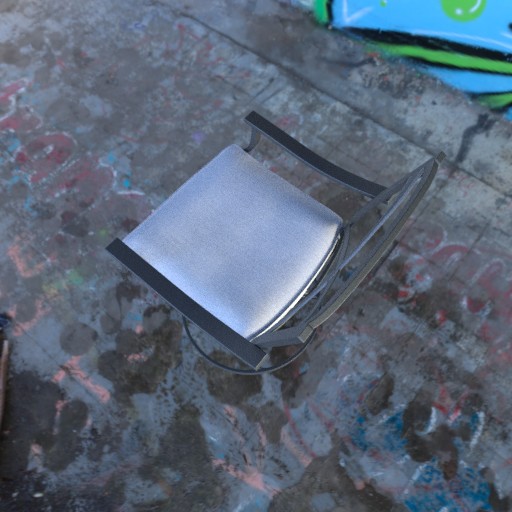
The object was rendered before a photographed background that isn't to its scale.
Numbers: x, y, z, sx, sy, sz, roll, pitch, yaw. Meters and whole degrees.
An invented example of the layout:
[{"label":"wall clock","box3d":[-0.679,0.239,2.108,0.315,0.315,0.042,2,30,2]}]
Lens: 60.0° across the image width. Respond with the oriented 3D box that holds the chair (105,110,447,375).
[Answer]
[{"label":"chair","box3d":[0.000,0.000,1.275,0.620,0.889,0.575,36,69,16]}]
